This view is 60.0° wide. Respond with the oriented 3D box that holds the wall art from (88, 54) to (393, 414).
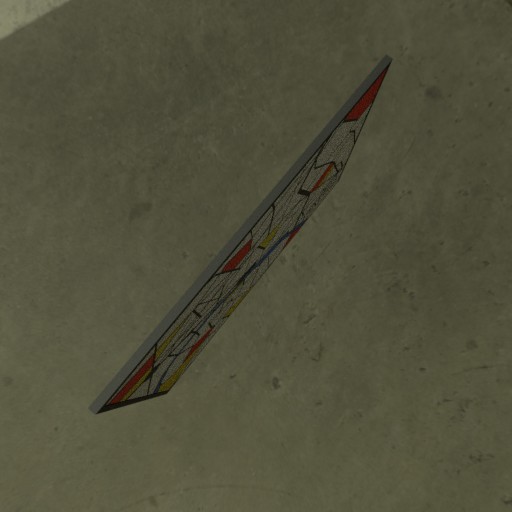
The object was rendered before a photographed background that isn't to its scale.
[{"bbox_3d":[0.000,0.000,0.844,0.013,0.458,0.664,38,79,9],"label":"wall art"}]
